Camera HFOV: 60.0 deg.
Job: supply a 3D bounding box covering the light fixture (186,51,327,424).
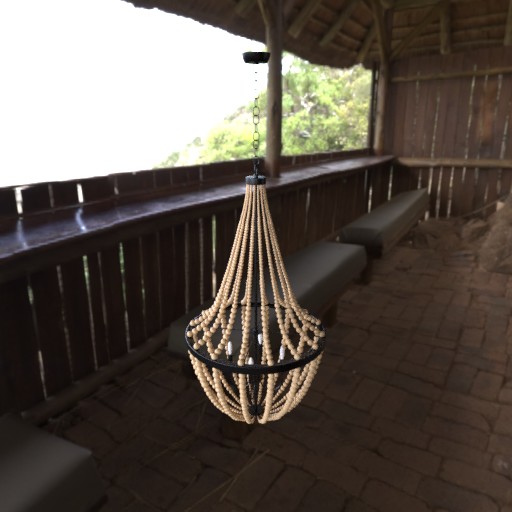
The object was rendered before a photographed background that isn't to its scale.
[{"bbox_3d":[0.000,0.000,1.353,0.450,1.133,0.450,0,18,0],"label":"light fixture"}]
